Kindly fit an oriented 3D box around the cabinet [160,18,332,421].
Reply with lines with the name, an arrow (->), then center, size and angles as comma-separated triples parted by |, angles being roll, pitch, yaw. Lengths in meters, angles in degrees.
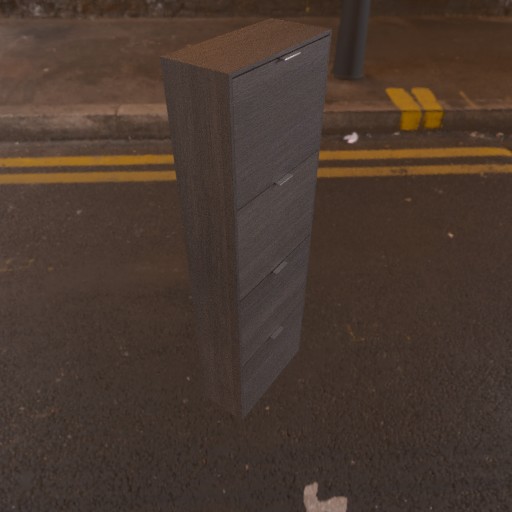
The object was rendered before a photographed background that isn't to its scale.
cabinet -> 0.000, 0.000, 1.813 | 0.255, 1.630, 0.520 | 25, 47, 27
